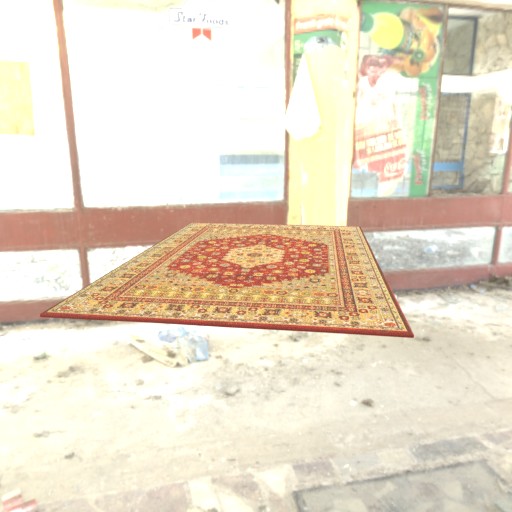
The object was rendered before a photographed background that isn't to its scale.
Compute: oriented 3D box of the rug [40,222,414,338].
[{"bbox_3d":[0.000,0.000,2.251,1.194,0.013,1.802,2,14,8],"label":"rug"}]
